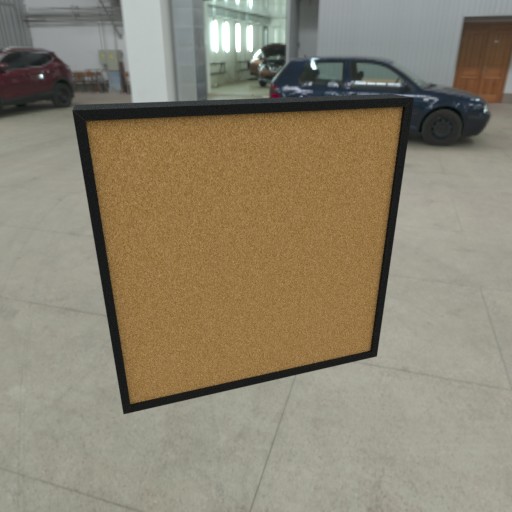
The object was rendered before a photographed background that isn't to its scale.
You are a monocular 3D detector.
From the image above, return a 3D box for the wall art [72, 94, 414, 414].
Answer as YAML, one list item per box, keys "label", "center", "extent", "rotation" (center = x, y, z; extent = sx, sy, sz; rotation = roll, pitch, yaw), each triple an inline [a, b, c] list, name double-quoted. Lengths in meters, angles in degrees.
- label: "wall art"
  center: [0.000, 0.000, 0.459]
  extent: [0.305, 0.305, 0.037]
  rotation: [-8, 26, -17]
